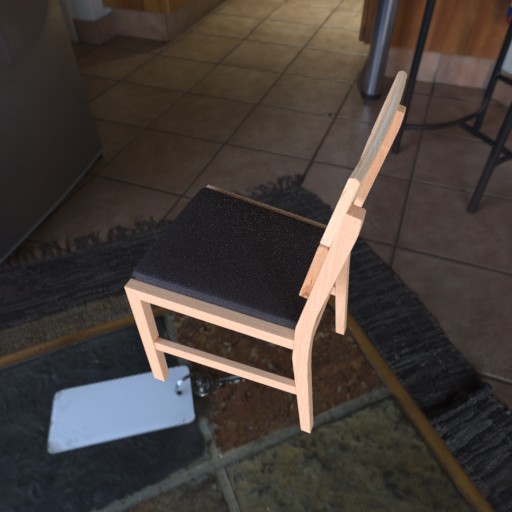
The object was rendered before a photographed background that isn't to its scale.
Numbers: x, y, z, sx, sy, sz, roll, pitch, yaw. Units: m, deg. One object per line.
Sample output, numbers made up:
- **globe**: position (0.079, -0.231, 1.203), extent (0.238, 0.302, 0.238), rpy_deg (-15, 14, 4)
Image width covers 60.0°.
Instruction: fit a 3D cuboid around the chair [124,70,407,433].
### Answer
- **chair**: position (0.000, 0.000, 1.229), extent (0.560, 0.950, 0.475), rpy_deg (17, 48, 16)
